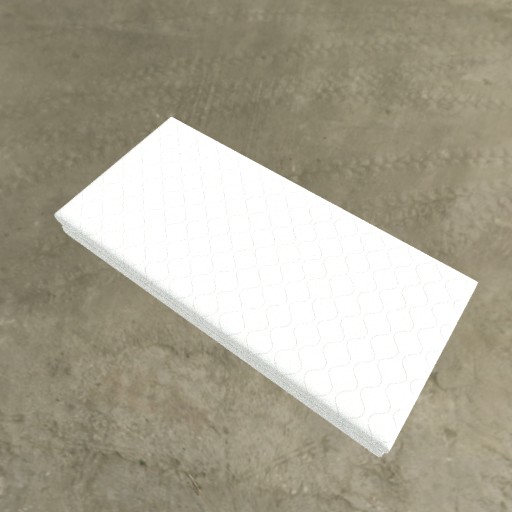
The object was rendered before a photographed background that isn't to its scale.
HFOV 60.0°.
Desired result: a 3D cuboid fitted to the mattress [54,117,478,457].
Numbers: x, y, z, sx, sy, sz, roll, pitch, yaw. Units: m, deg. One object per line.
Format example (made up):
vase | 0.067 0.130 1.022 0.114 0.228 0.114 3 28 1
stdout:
mattress | 0.000 0.000 2.223 1.900 0.200 0.900 32 64 18
